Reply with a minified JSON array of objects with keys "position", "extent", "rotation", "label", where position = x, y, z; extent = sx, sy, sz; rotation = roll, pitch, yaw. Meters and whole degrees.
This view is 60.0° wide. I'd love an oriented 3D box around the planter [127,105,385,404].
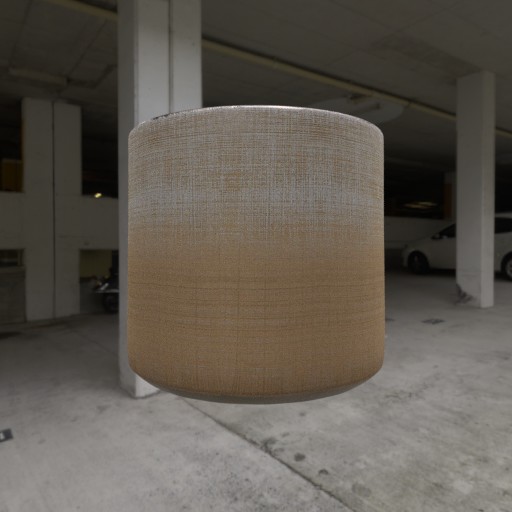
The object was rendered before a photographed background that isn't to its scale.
[{"position":[0.000,0.000,0.394],"extent":[0.221,0.201,0.221],"rotation":[0,1,0],"label":"planter"}]
